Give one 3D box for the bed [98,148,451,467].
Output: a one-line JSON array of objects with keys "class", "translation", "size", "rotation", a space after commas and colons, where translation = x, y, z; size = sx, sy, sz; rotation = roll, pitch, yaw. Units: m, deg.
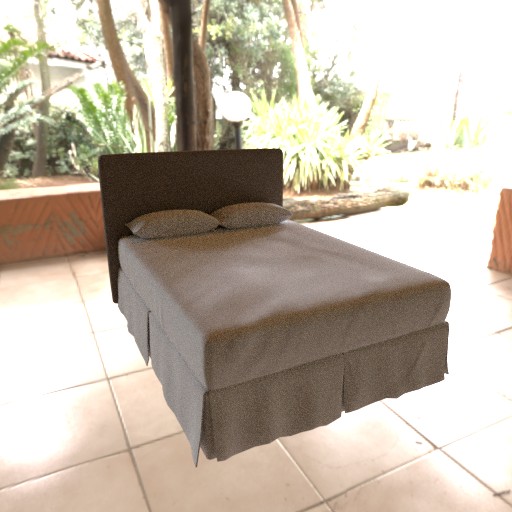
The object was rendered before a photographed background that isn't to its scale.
[{"class": "bed", "translation": [0.000, 0.000, 3.136], "size": [1.723, 1.330, 2.142], "rotation": [-9, 20, -26]}]
